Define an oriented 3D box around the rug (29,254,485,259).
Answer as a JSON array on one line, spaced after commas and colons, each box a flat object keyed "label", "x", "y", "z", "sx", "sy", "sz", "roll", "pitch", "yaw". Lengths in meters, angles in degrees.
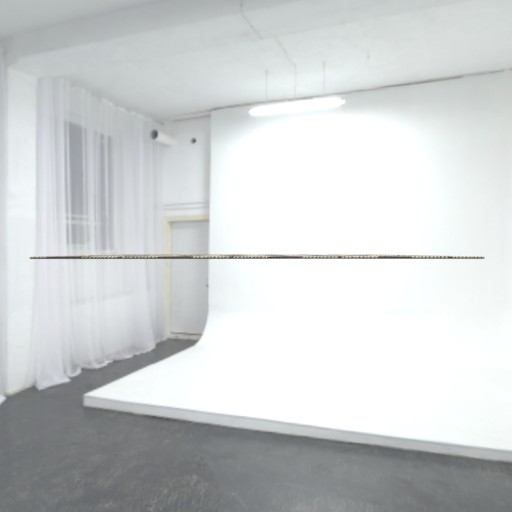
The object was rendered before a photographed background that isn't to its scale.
[{"label": "rug", "x": 0.000, "y": 0.000, "z": 4.158, "sx": 3.048, "sy": 0.016, "sz": 2.438, "roll": 0, "pitch": 1, "yaw": -1}]
